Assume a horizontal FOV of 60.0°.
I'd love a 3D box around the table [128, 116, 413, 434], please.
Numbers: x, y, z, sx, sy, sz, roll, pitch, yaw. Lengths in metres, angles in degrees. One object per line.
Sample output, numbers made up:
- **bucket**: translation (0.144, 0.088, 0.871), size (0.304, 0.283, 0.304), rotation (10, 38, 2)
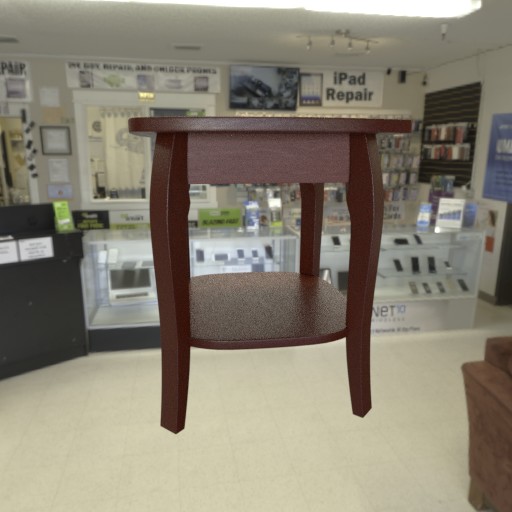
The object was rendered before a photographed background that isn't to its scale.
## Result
- **table**: translation (0.000, 0.000, 0.876), size (0.433, 0.496, 0.502), rotation (-2, 14, -8)
